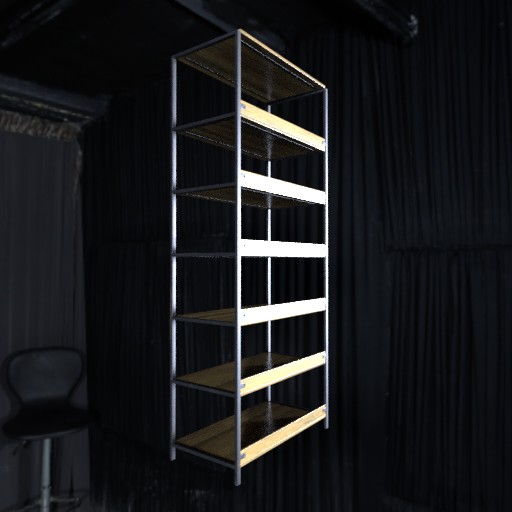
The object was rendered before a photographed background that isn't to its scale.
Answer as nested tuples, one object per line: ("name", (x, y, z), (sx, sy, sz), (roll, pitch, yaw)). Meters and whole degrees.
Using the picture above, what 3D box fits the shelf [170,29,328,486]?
("shelf", (0.000, 0.000, 2.410), (0.431, 2.015, 0.847), (-1, -1, 37))
